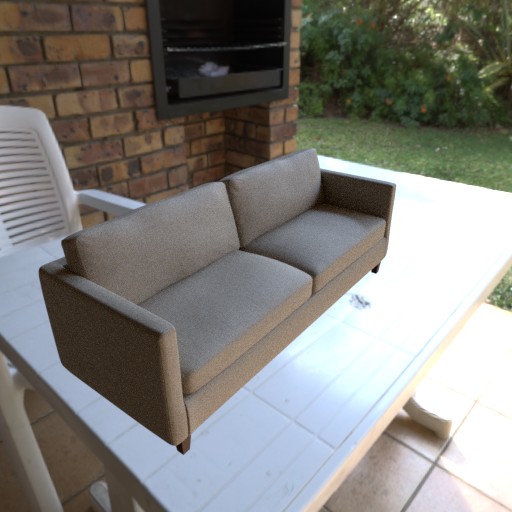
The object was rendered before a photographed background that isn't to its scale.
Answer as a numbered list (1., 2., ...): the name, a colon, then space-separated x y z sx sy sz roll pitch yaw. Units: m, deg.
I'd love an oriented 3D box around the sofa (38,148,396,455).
1. sofa: 0.000 0.000 2.933 0.951 0.965 2.434 19 33 33
